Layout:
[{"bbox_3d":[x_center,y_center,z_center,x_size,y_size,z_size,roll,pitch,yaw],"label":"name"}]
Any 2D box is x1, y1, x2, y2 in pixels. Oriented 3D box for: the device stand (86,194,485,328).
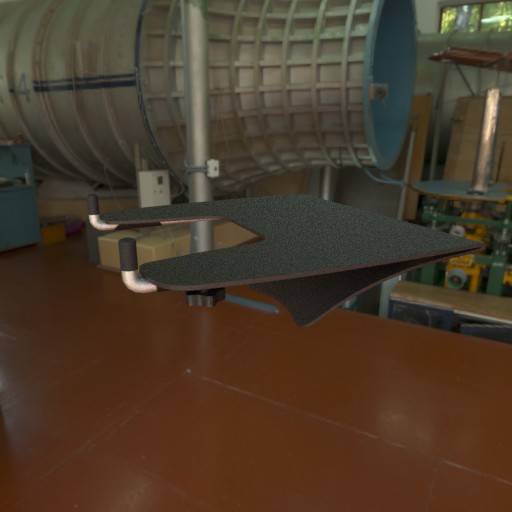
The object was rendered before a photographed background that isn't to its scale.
[{"bbox_3d":[0.000,0.000,0.353,0.230,0.092,0.230,-8,19,-24],"label":"device stand"}]
